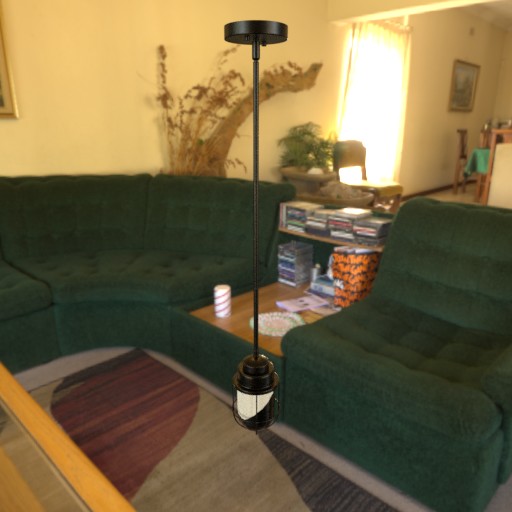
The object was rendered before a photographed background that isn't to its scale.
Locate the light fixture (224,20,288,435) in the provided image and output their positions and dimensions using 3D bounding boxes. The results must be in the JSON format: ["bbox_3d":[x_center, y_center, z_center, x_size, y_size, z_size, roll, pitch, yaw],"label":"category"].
[{"bbox_3d":[0.000,0.000,0.986,0.123,0.920,0.123,8,19,26],"label":"light fixture"}]
